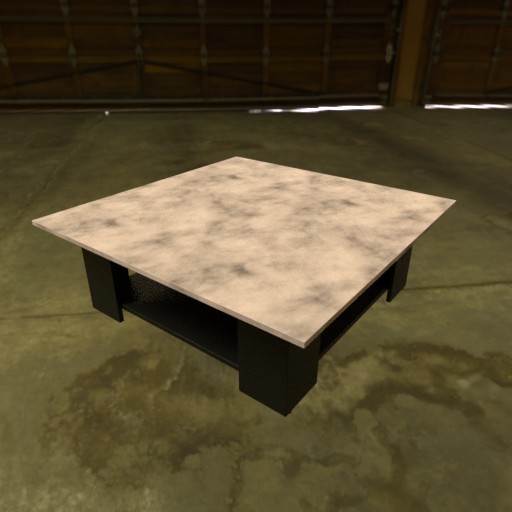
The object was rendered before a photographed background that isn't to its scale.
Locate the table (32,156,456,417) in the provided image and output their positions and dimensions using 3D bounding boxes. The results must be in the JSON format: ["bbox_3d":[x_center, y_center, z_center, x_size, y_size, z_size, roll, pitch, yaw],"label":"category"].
[{"bbox_3d":[0.000,0.000,1.374,0.890,0.305,0.890,19,33,33],"label":"table"}]
